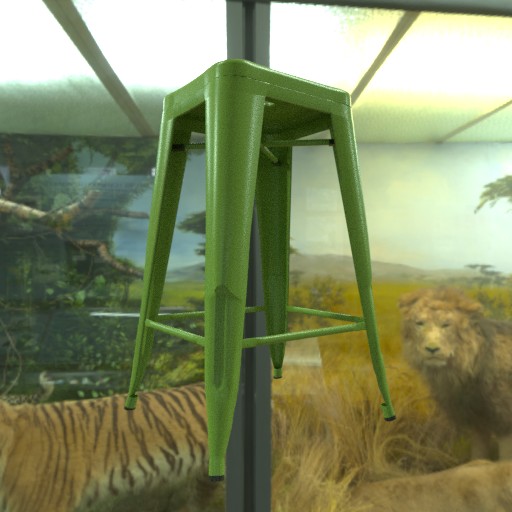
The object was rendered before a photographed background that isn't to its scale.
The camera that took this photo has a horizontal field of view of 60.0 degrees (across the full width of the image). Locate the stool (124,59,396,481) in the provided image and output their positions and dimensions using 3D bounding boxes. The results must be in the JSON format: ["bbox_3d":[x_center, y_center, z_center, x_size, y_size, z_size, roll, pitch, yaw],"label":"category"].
[{"bbox_3d":[0.000,0.000,0.848,0.398,0.609,0.358,0,1,-36],"label":"stool"}]
